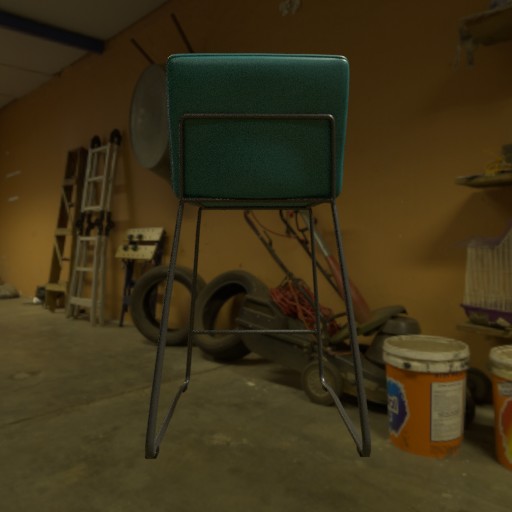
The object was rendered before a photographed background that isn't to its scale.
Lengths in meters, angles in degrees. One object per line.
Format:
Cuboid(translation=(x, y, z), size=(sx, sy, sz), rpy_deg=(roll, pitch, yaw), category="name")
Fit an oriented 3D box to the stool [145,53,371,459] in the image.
Cuboid(translation=(0.000, 0.000, 1.182), size=(0.489, 0.866, 0.524), rpy_deg=(0, 1, -1), category="stool")
